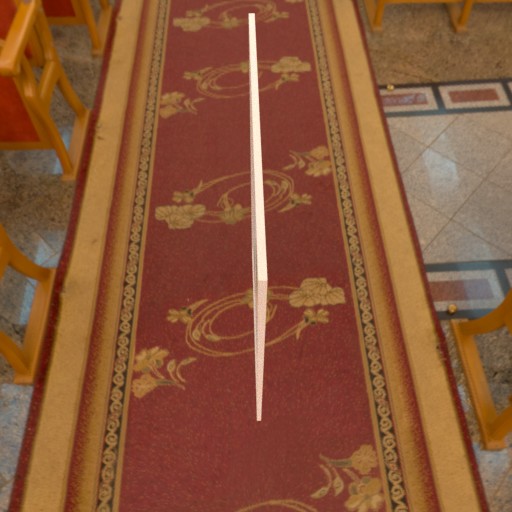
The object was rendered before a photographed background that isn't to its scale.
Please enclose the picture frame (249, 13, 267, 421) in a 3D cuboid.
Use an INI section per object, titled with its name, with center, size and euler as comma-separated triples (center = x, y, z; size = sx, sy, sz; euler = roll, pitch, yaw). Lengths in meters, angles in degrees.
[picture frame]
center = 0.000, 0.000, 1.190
size = 0.013, 0.940, 0.659
euler = -1, 58, -1
